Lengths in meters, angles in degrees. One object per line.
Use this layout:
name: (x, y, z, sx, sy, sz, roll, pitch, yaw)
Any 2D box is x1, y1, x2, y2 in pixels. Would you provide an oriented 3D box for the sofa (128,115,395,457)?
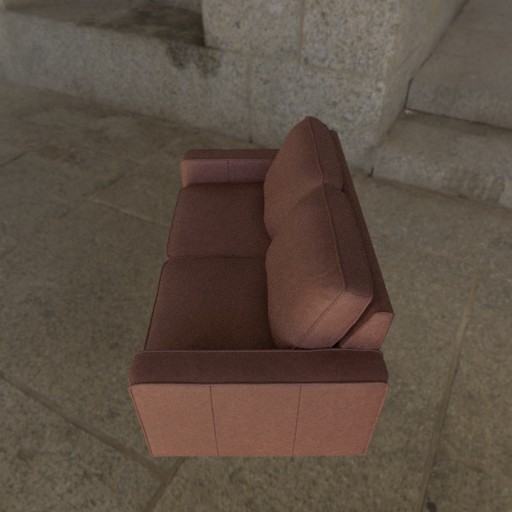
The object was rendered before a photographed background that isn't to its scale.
sofa: (0.000, 0.000, 2.257, 0.947, 0.918, 1.709, 0, 41, 0)
